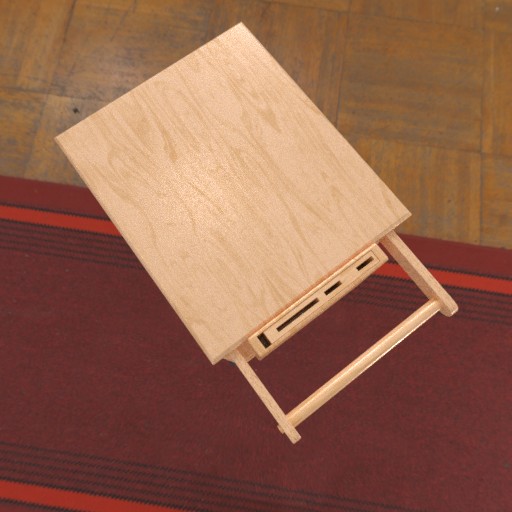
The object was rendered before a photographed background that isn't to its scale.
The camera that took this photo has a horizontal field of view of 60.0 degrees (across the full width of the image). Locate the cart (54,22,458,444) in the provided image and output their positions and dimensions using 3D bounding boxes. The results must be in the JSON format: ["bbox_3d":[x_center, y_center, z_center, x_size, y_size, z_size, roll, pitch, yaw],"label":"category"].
[{"bbox_3d":[0.000,0.000,1.328,0.520,0.816,0.843,-36,78,-9],"label":"cart"}]
